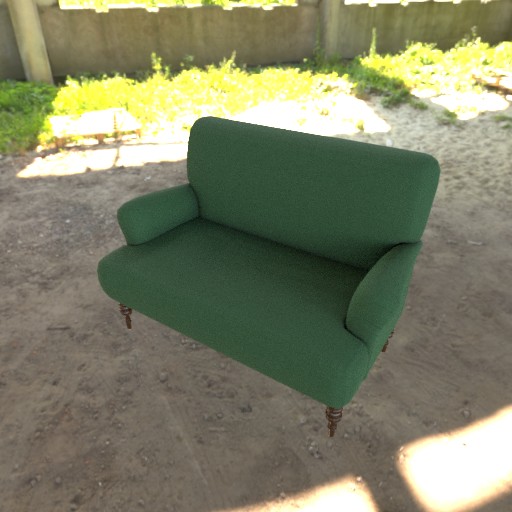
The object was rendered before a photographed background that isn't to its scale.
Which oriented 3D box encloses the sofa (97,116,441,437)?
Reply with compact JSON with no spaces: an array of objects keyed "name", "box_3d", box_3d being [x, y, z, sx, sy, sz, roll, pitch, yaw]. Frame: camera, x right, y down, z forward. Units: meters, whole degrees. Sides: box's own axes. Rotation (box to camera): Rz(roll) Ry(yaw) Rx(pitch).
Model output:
[{"name":"sofa","box_3d":[0.000,0.000,1.887,1.297,0.889,0.779,19,36,29]}]
